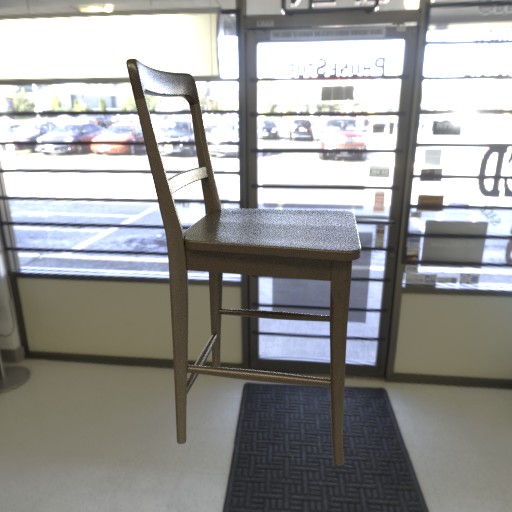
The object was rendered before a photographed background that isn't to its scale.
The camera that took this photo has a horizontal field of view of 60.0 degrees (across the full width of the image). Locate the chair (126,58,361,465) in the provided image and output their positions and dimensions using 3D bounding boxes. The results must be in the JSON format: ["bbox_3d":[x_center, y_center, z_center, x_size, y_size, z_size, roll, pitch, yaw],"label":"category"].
[{"bbox_3d":[0.000,0.000,1.249,0.546,0.991,0.450,3,18,9],"label":"chair"}]
